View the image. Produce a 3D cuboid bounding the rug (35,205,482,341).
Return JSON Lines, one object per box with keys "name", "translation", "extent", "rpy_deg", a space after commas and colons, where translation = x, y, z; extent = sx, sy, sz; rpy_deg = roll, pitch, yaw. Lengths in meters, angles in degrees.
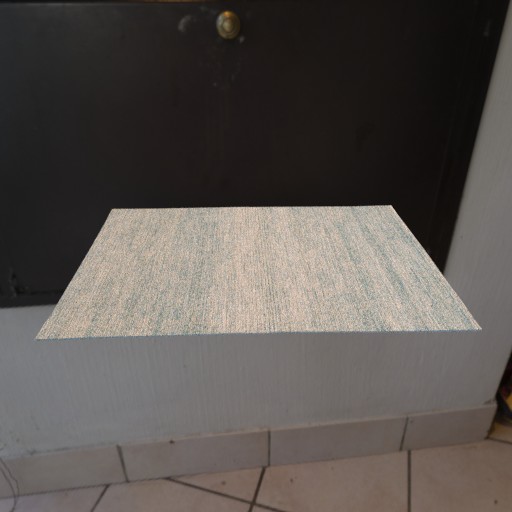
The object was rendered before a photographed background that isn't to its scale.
{"name": "rug", "translation": [0.000, 0.000, 2.954], "extent": [2.306, 0.030, 1.613], "rpy_deg": [-1, 30, -1]}
